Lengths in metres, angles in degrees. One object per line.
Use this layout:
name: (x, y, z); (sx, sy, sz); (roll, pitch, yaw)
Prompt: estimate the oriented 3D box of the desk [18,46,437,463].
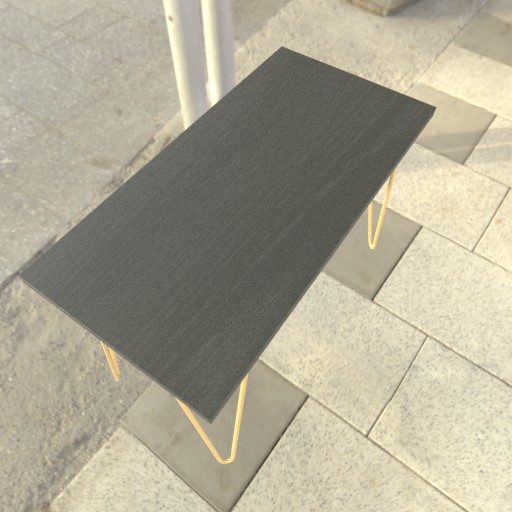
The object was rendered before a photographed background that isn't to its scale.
desk: (0.000, 0.000, 1.328); (0.499, 0.660, 0.991); (30, 62, 18)
